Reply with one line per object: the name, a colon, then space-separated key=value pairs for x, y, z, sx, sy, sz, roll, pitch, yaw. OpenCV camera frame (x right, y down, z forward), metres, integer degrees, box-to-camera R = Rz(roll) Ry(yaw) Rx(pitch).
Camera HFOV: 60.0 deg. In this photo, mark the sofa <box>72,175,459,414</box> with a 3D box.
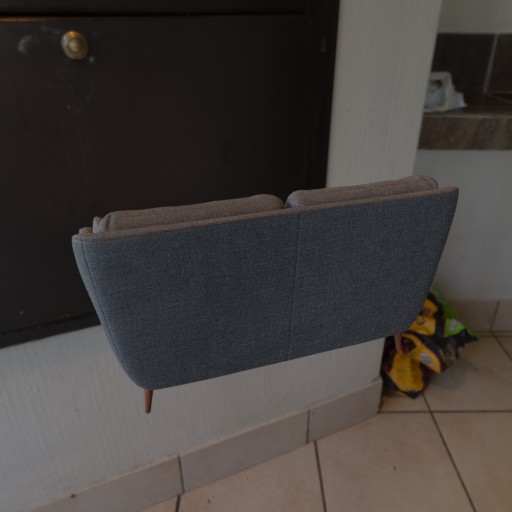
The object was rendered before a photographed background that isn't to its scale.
sofa: x=0.000 y=0.000 z=2.216 sx=1.646 sy=0.887 sz=0.976 roll=-9 pitch=29 yaw=-17
